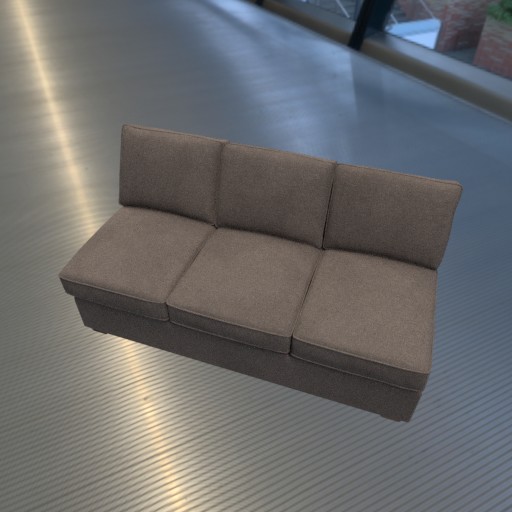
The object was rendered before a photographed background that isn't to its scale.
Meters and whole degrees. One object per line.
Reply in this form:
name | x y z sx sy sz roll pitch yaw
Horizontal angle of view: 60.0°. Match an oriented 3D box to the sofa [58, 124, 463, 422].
sofa | 0.000 0.000 2.489 1.962 0.973 1.027 13 43 14
